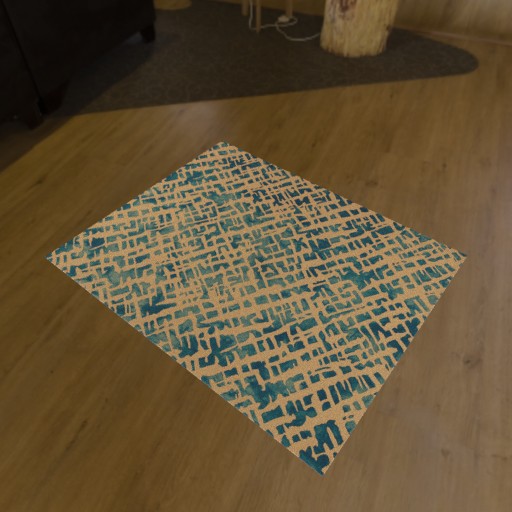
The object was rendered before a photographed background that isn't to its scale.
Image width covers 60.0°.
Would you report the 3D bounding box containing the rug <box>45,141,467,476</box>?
[{"bbox_3d":[0.000,0.000,4.049,3.007,0.007,2.435,31,54,25],"label":"rug"}]
